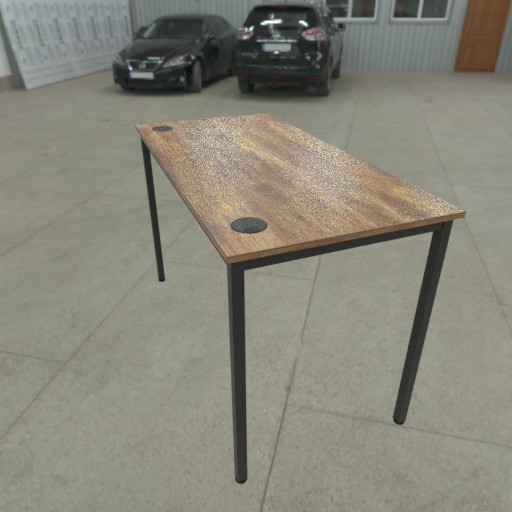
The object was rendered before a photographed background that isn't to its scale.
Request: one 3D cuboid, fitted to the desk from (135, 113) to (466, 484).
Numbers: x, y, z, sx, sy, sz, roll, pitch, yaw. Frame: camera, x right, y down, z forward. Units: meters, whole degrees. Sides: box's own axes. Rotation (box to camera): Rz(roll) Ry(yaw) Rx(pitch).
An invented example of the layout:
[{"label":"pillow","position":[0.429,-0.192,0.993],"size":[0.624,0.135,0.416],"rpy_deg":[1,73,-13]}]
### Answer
[{"label":"desk","position":[0.000,0.000,1.627],"size":[0.600,0.749,1.200],"rpy_deg":[-11,31,-19]}]
